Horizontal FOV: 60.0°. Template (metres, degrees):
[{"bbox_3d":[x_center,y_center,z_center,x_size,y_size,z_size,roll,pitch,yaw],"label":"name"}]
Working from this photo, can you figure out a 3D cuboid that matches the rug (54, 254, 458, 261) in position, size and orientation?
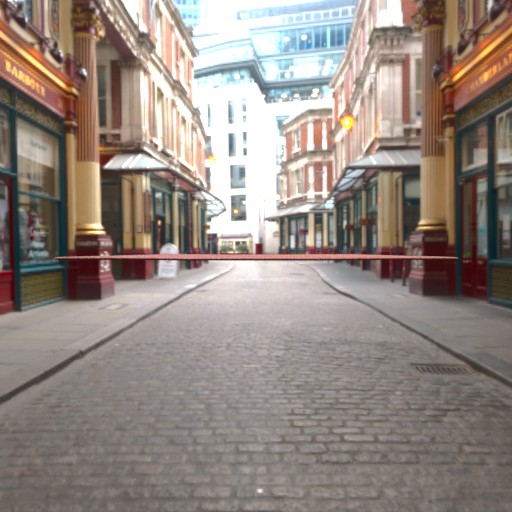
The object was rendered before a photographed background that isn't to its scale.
[{"bbox_3d":[0.000,0.000,5.041,2.803,0.025,3.965,0,1,0],"label":"rug"}]
